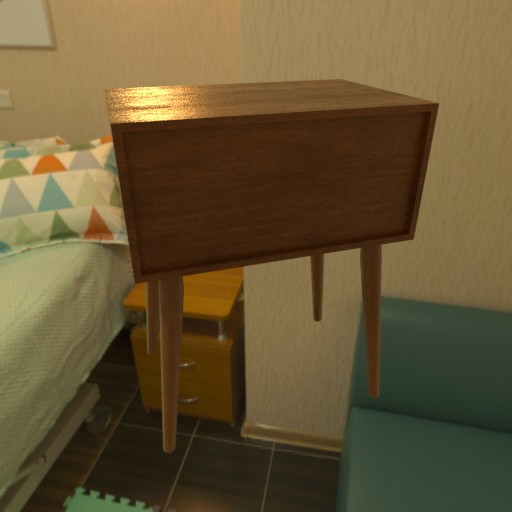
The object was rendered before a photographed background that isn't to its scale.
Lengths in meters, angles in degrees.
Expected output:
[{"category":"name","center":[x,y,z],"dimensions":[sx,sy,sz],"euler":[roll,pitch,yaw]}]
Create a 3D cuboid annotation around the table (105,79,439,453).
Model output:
[{"category":"table","center":[0.000,0.000,0.841],"dimensions":[0.454,0.580,0.307],"euler":[-9,29,-16]}]
